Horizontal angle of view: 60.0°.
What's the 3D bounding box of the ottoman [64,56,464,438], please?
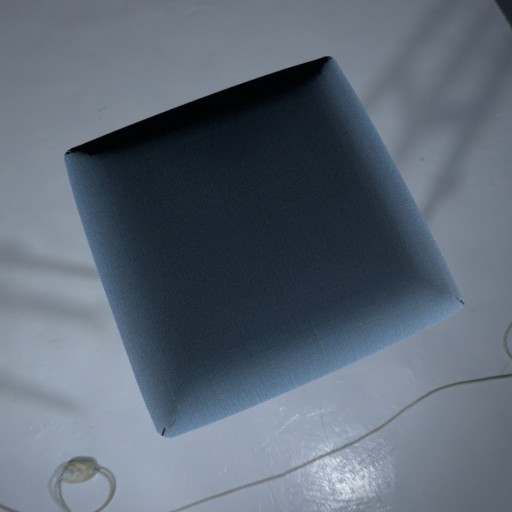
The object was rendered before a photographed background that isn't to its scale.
[{"bbox_3d":[0.000,0.000,0.882,0.507,0.475,0.497,-22,77,-5],"label":"ottoman"}]
